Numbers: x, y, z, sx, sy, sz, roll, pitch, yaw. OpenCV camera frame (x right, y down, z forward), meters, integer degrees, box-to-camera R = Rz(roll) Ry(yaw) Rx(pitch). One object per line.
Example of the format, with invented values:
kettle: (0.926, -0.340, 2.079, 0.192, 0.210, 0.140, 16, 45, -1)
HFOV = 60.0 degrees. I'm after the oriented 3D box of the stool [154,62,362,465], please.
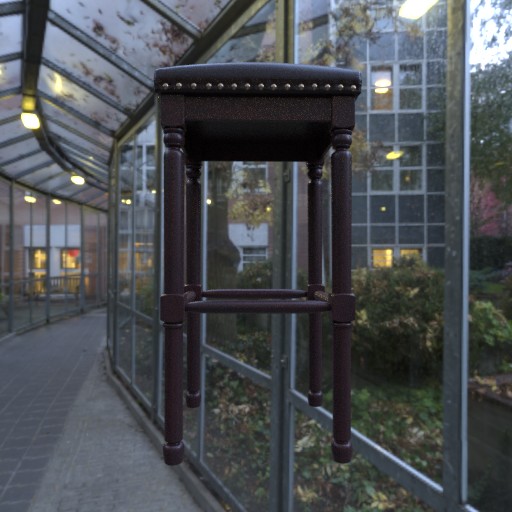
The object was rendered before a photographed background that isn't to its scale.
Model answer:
stool: (0.000, 0.000, 0.989, 0.383, 0.768, 0.382, 0, -1, -1)
